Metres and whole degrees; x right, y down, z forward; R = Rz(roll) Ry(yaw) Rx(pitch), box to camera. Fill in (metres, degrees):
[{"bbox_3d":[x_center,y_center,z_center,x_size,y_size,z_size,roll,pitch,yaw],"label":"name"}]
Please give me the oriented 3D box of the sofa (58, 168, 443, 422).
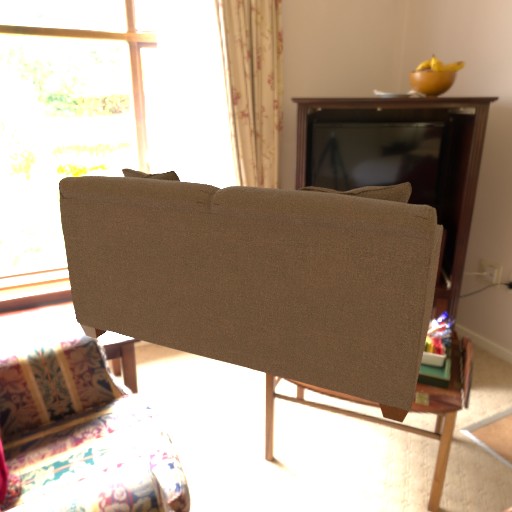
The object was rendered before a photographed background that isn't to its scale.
[{"bbox_3d":[0.000,0.000,2.447,1.846,0.958,1.000,8,20,24],"label":"sofa"}]
